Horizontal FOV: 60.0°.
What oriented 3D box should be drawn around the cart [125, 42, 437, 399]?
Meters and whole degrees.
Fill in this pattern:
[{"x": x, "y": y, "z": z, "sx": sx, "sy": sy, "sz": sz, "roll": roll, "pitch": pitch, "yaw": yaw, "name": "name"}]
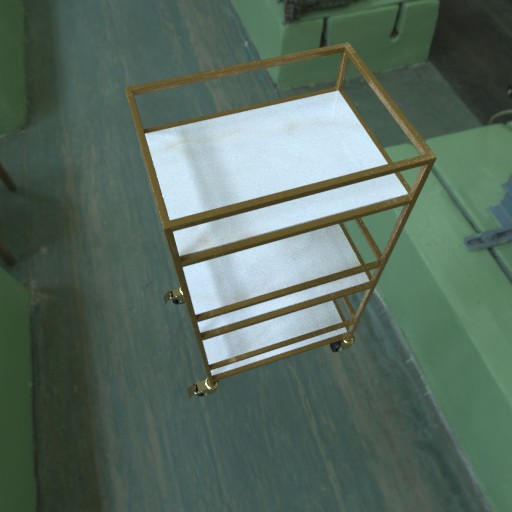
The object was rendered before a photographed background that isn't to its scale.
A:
[{"x": 0.000, "y": 0.000, "z": 1.005, "sx": 0.483, "sy": 0.761, "sz": 0.332, "roll": -16, "pitch": 59, "yaw": -10, "name": "cart"}]
